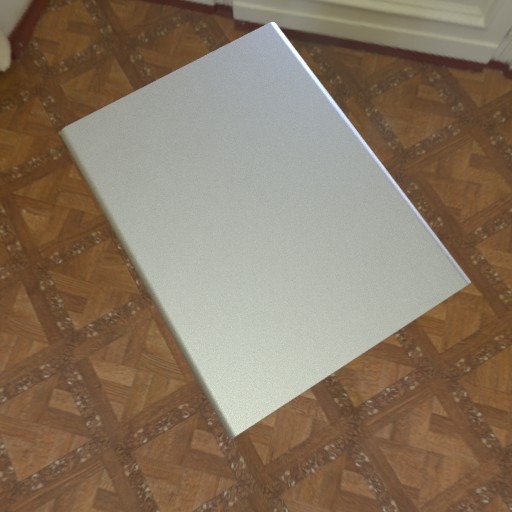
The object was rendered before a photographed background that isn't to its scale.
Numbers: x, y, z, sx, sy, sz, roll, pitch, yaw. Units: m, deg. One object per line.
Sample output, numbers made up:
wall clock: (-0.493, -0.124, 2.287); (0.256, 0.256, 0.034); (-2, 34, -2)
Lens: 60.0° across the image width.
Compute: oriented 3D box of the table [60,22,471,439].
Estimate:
table: (0.000, 0.000, 1.375); (0.584, 0.876, 0.762); (-31, 77, -8)
